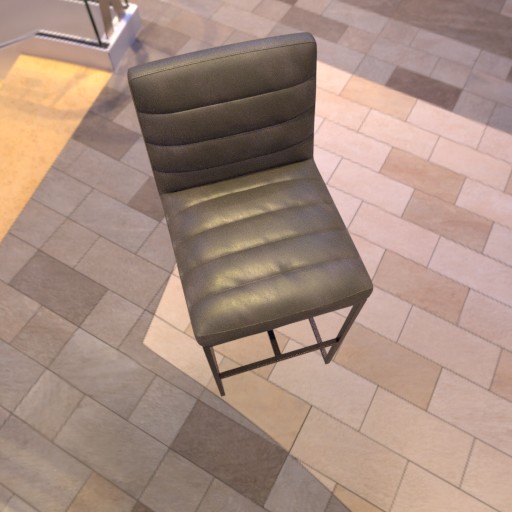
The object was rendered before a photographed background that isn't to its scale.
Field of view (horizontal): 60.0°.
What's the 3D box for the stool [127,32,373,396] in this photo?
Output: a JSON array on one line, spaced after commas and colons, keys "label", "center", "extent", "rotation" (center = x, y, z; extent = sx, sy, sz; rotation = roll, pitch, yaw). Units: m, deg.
[{"label": "stool", "center": [0.000, 0.000, 1.348], "extent": [0.463, 1.065, 0.562], "rotation": [-15, 63, -8]}]
